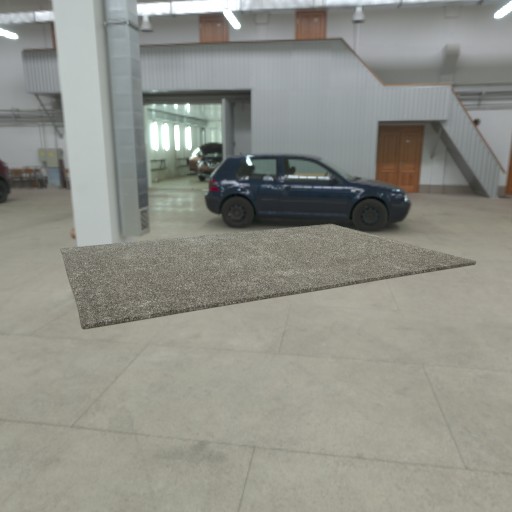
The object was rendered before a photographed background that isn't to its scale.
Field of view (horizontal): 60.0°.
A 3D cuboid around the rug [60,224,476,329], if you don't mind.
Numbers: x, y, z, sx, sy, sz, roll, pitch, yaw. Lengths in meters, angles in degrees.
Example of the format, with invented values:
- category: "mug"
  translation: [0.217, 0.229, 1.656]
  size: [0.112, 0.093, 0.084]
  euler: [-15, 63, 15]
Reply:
- category: "rug"
  translation: [0.000, 0.000, 3.434]
  size: [2.699, 0.026, 1.802]
  euler: [-7, 15, -25]
